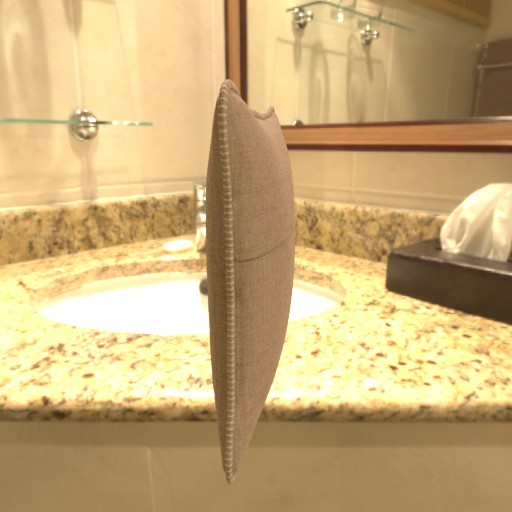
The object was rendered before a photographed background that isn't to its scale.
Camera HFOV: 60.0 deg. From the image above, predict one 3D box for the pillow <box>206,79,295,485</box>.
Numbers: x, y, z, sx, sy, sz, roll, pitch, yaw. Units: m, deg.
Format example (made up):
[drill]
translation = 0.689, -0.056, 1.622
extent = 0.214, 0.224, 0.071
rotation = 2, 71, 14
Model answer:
[pillow]
translation = 0.000, 0.000, 0.726
extent = 0.124, 0.494, 0.485
rotation = 2, 15, 8
